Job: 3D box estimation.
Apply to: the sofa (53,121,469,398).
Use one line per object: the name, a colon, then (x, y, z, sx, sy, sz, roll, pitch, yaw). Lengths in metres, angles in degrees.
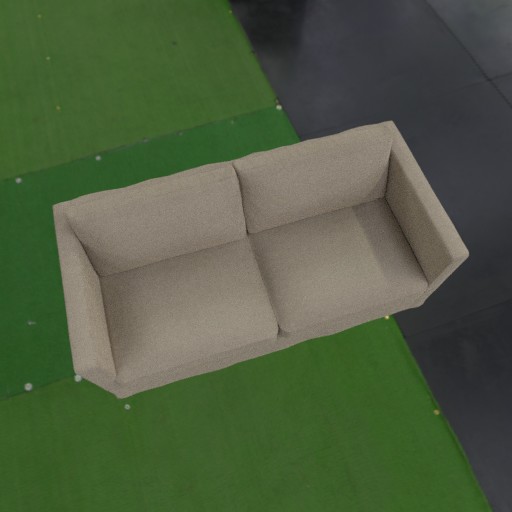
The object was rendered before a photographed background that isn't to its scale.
sofa: (0.000, 0.000, 2.509, 1.987, 0.847, 0.956, -16, 65, -7)
